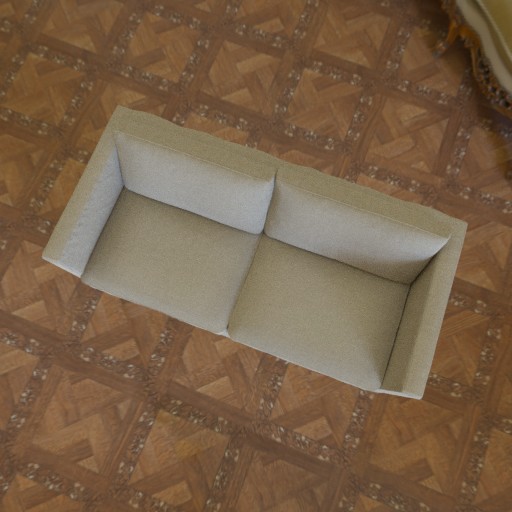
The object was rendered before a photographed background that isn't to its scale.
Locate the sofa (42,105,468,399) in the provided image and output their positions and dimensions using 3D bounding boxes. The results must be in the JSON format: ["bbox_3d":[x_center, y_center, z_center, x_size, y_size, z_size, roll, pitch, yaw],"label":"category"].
[{"bbox_3d":[0.000,0.000,2.491,1.987,0.847,0.956,20,77,5],"label":"sofa"}]
